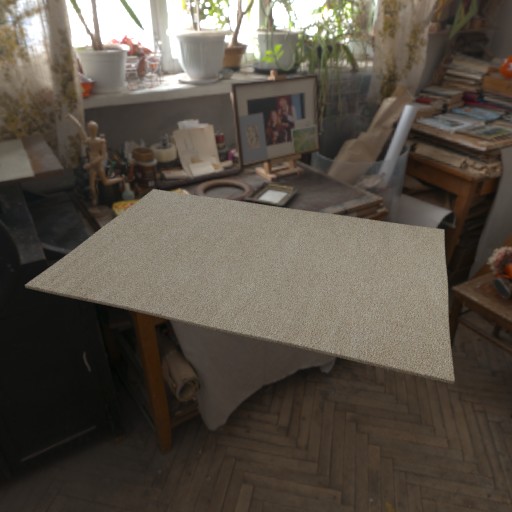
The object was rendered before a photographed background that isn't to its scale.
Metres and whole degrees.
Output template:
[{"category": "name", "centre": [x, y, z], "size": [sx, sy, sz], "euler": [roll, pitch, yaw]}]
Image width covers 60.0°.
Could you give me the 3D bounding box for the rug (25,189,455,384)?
[{"category": "rug", "centre": [0.000, 0.000, 2.883], "size": [2.346, 0.025, 1.500], "euler": [10, 33, 16]}]
